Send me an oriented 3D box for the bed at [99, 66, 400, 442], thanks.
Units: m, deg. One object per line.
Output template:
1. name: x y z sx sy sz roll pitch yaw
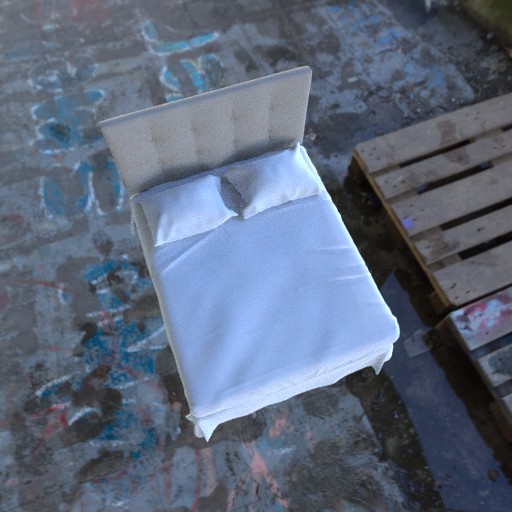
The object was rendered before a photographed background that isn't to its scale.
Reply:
1. bed: 0.000 0.000 3.543 1.936 1.577 2.222 -18 66 -9
